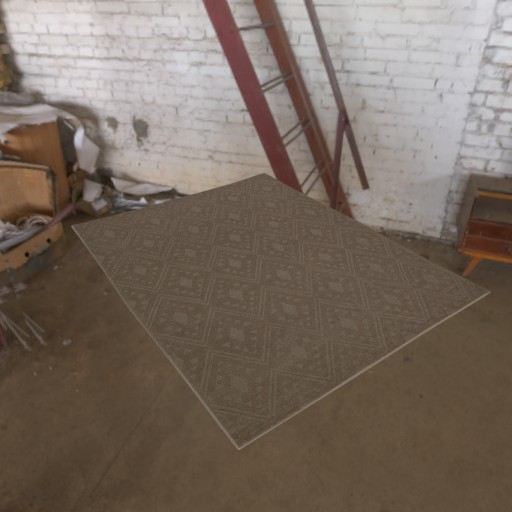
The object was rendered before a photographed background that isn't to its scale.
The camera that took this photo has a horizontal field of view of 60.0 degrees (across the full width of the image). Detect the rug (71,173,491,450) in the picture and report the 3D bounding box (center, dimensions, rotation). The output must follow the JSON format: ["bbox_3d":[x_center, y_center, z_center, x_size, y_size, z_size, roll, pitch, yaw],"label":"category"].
[{"bbox_3d":[0.000,0.000,3.939,2.399,0.054,3.011,-21,38,-29],"label":"rug"}]
